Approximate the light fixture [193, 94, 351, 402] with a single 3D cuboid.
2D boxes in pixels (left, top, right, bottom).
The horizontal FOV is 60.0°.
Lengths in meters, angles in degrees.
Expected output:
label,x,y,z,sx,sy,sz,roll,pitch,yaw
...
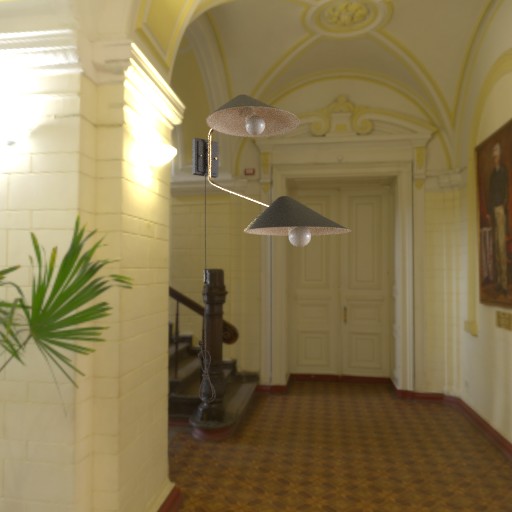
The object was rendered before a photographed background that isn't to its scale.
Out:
label,x,y,z,sx,sy,sz,roll,pitch,yaw
light fixture,0.000,0.000,0.871,0.189,0.665,0.422,1,-2,-37
